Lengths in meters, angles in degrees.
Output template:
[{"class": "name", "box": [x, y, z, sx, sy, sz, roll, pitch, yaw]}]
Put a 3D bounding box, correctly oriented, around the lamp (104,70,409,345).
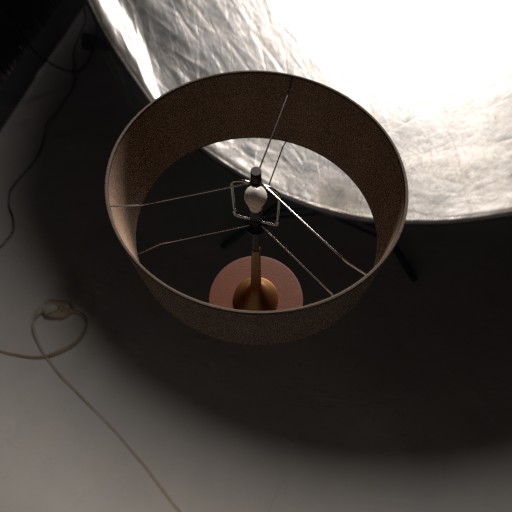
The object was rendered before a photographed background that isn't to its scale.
[{"class": "lamp", "box": [0.000, 0.000, 0.851, 0.417, 0.551, 0.396, 14, 66, 6]}]
